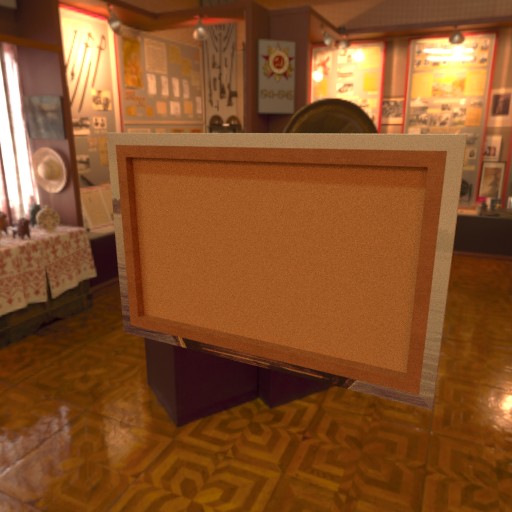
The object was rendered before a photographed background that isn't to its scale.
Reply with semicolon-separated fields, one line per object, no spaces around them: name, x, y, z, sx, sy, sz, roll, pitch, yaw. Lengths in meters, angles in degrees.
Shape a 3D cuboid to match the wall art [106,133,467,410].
wall art;0.000;0.000;1.139;0.916;0.609;0.037;8;18;25
